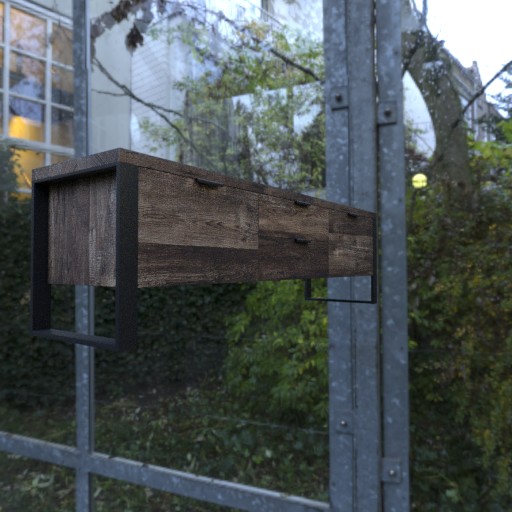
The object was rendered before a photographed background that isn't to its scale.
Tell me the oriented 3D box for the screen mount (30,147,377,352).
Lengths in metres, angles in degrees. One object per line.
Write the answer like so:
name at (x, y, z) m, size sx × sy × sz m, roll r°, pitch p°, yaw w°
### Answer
screen mount at (0.000, 0.000, 1.698) m, size 0.395 × 0.450 × 1.524 m, roll -1°, pitch -1°, yaw 36°
